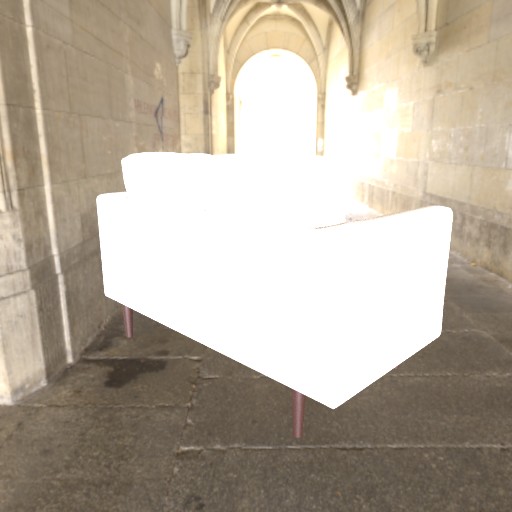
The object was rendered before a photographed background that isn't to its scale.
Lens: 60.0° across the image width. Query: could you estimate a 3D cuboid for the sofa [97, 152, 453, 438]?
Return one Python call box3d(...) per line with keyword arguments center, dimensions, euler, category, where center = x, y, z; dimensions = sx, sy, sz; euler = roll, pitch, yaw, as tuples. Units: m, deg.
box3d(center=(0.000, 0.000, 1.990), dimensions=(0.796, 0.908, 1.430), euler=(-14, 20, -43), category="sofa")
